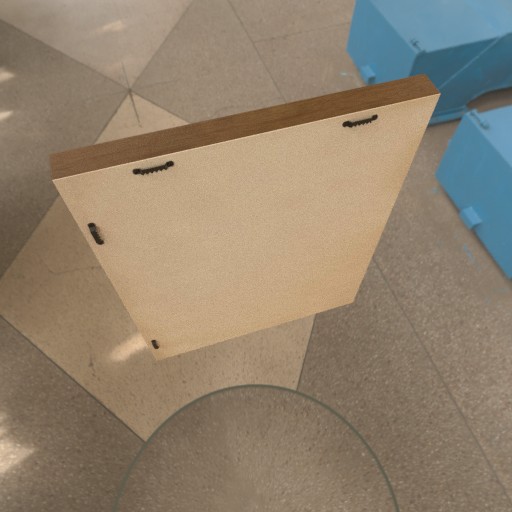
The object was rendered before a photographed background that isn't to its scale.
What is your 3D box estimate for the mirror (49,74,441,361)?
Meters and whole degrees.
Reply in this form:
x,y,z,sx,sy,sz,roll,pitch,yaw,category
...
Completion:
x,y,z,sx,sy,sz,roll,pitch,yaw,category
0.000,0.000,0.664,0.405,0.508,0.041,-15,59,-9,mirror
